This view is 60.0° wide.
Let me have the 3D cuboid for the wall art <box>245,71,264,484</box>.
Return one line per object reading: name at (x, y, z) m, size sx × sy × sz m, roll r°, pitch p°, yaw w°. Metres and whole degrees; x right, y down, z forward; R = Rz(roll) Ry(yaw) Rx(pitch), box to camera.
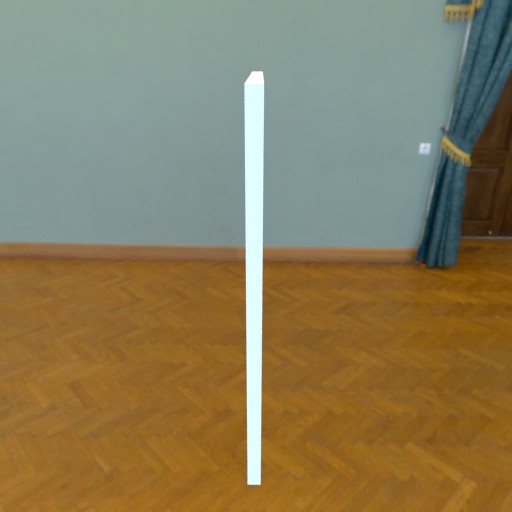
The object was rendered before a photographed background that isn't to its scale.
wall art at (0.000, 0.000, 1.392) m, size 0.039 × 1.050 × 0.795 m, roll 0°, pitch 24°, yaw 1°
